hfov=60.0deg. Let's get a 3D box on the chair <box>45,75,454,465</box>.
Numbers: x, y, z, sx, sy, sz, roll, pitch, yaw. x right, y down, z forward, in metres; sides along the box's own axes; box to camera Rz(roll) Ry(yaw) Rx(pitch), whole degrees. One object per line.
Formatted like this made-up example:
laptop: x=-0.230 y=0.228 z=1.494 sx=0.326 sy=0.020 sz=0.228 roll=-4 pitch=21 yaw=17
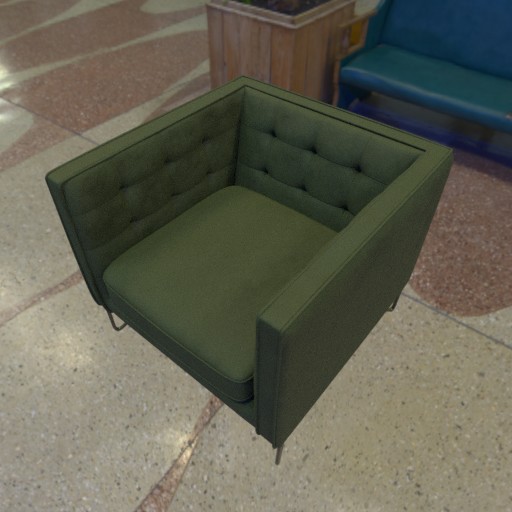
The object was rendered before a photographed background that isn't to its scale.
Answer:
chair: x=0.000 y=0.000 z=1.560 sx=0.880 sy=0.790 sz=0.894 roll=30 pitch=52 yaw=27
